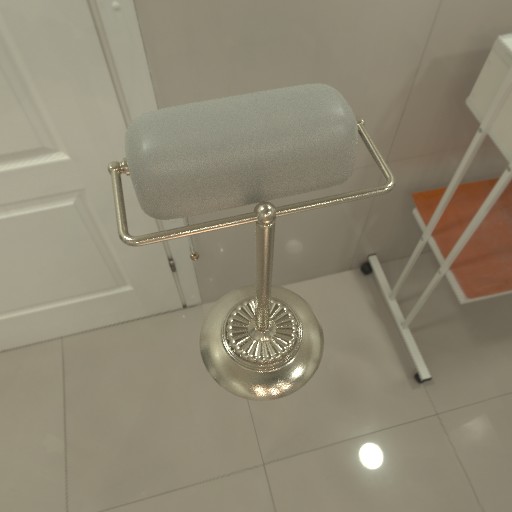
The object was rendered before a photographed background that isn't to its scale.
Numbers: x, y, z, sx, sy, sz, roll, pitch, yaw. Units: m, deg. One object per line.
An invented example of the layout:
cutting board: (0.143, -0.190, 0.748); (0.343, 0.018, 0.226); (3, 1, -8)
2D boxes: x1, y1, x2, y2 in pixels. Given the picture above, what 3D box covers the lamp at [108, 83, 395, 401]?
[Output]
lamp: (0.000, 0.000, 0.514); (0.264, 0.339, 0.243); (-13, 58, -8)
